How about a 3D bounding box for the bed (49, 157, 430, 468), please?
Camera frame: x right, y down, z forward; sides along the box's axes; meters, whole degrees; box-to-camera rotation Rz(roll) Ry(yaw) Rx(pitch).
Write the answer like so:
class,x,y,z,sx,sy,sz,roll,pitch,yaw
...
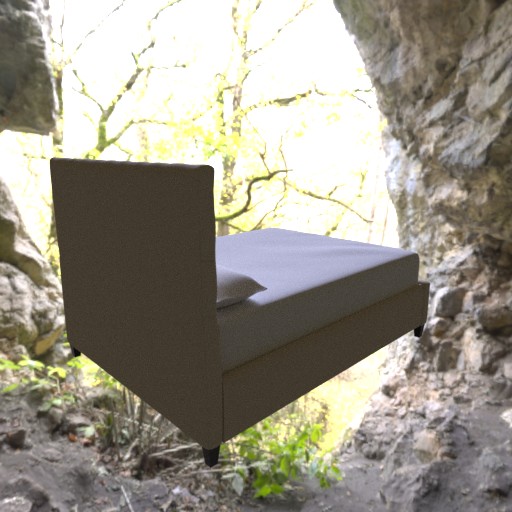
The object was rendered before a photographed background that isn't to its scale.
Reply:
class,x,y,z,sx,sy,sz,roll,pitch,yaw
bed,0.000,0.000,3.254,2.233,1.426,1.696,-13,19,-42
